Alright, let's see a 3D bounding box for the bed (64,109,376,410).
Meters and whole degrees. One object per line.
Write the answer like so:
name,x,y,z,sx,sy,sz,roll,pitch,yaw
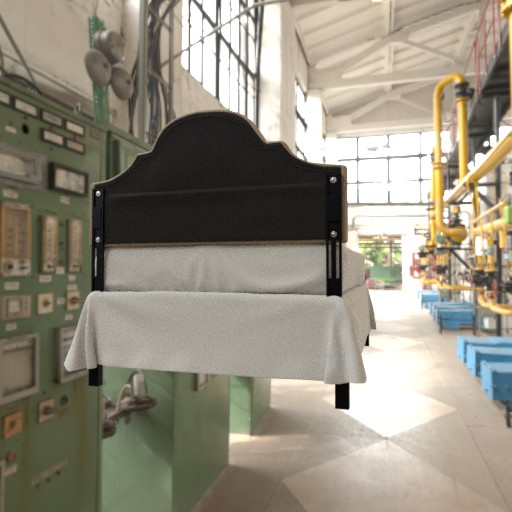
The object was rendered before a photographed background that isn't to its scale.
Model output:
bed,0.000,0.000,3.446,1.780,1.634,2.222,0,-2,17
